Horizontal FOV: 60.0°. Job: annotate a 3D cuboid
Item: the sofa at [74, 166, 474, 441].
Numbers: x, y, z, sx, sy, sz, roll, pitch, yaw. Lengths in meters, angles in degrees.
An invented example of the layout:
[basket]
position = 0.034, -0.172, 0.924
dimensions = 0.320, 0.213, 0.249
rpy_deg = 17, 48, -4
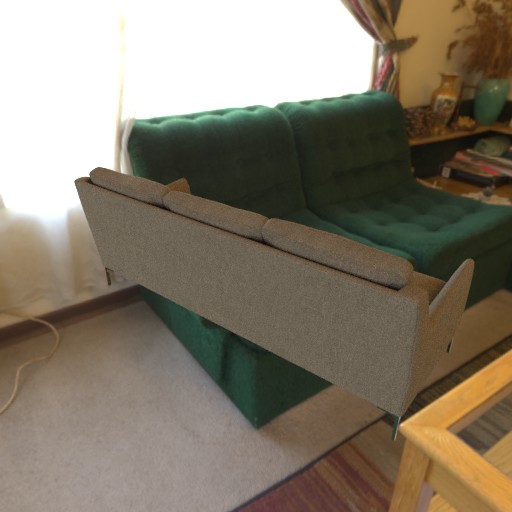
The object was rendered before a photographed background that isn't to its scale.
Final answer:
[sofa]
position = 0.000, 0.000, 2.446
dimensions = 2.060, 0.837, 0.849
rpy_deg = 20, 34, 33
